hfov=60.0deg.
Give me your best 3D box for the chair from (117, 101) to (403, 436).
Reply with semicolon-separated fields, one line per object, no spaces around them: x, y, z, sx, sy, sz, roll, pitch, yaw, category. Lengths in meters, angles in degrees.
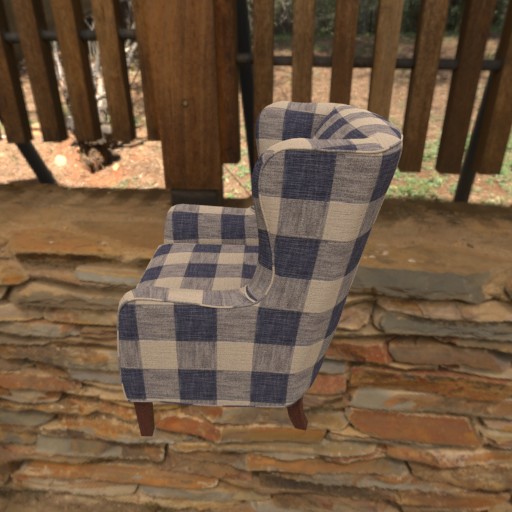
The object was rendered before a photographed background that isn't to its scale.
0.000;0.000;1.679;0.889;1.041;0.830;0;26;1;chair
